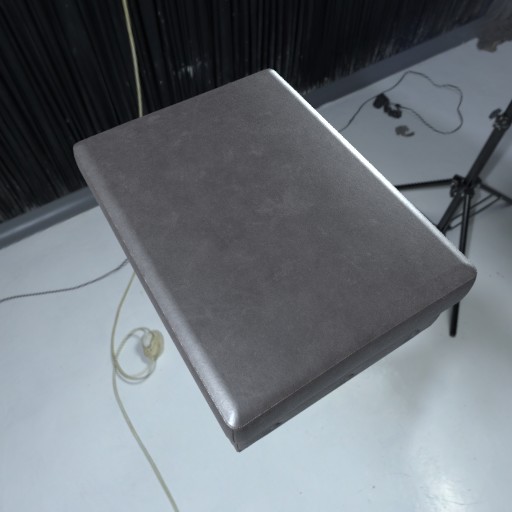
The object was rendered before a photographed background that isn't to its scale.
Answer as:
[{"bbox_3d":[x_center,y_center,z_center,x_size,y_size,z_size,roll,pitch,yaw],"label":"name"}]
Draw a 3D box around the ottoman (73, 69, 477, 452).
[{"bbox_3d":[0.000,0.000,1.161,0.590,0.498,0.795,-28,62,-16],"label":"ottoman"}]
